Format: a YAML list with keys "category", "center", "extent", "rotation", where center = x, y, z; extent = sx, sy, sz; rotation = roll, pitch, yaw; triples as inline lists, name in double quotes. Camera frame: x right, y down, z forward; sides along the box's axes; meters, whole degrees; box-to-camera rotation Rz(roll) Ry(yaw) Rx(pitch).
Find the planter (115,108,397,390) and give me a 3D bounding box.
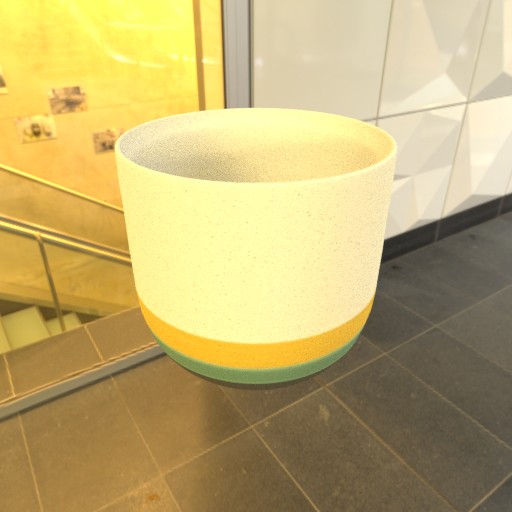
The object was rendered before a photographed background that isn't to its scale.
- category: "planter"
  center: [0.000, 0.000, 0.499]
  extent: [0.268, 0.270, 0.268]
  rotation: [0, 30, 0]
